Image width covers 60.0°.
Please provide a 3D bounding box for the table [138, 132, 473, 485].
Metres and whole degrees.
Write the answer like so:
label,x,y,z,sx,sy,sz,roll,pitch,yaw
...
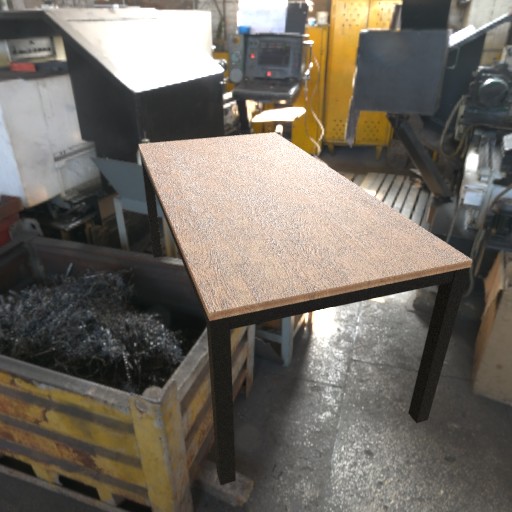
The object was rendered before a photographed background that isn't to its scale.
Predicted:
label,x,y,z,sx,sy,sz,roll,pitch,yaw
table,0.000,0.000,2.269,0.893,0.767,1.805,-10,31,-16
